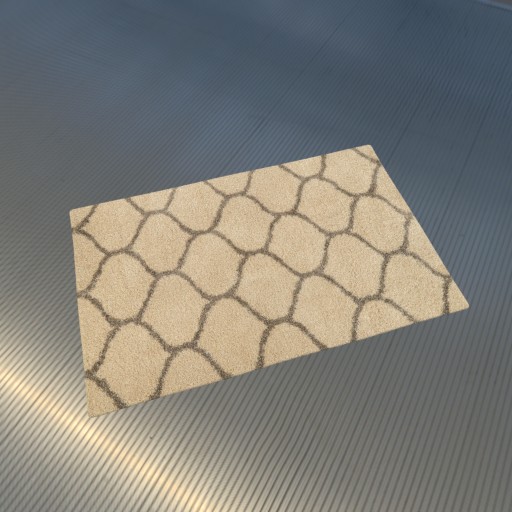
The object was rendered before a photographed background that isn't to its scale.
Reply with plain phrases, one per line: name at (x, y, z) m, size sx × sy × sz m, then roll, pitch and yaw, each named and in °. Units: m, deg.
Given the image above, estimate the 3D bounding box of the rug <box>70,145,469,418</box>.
rug at (0.000, 0.000, 2.977) m, size 2.348 × 0.024 × 1.501 m, roll -14°, pitch 58°, yaw -9°
